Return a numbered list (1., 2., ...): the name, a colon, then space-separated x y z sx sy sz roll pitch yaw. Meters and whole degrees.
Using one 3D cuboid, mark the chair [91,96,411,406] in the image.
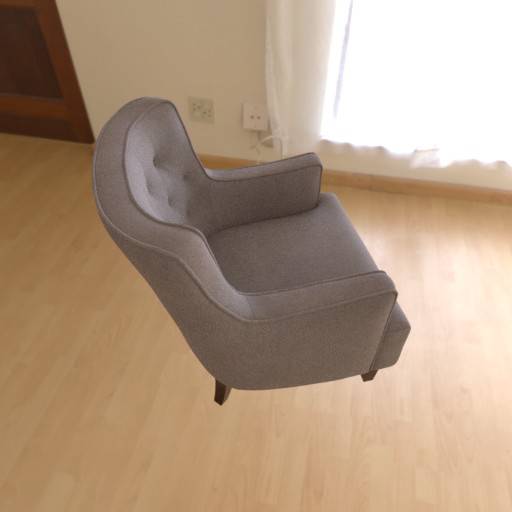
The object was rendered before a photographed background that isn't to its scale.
1. chair: 0.000 0.000 1.573 0.910 0.919 0.781 -9 46 -9
